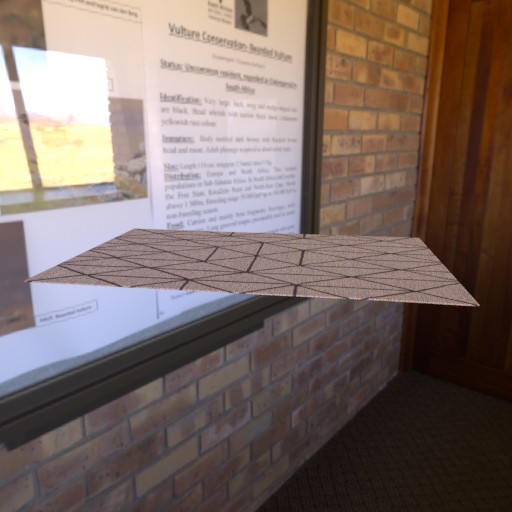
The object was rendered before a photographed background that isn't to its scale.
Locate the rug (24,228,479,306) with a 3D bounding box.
[{"bbox_3d":[0.000,0.000,3.089,2.465,0.008,1.526,2,15,9],"label":"rug"}]
